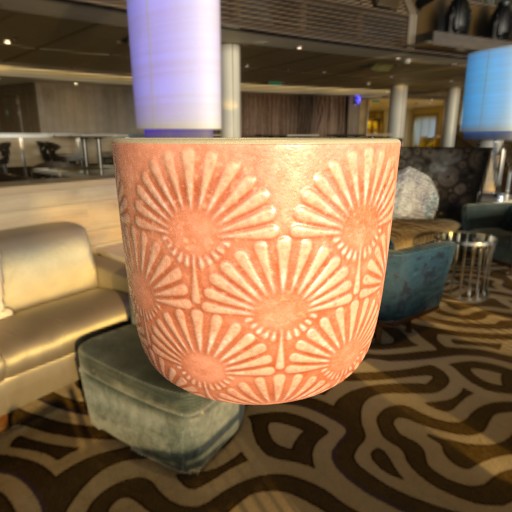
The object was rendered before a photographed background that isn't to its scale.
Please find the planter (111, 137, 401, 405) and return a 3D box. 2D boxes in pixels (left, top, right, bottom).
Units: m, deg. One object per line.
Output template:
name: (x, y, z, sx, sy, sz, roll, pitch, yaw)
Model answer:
planter: (0.000, 0.000, 0.212, 0.124, 0.109, 0.124, 0, 15, 0)
